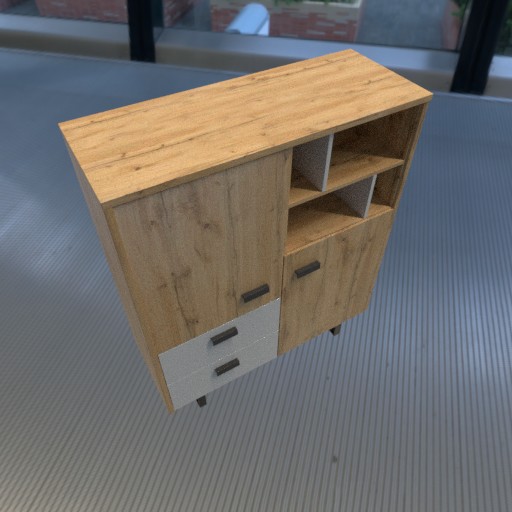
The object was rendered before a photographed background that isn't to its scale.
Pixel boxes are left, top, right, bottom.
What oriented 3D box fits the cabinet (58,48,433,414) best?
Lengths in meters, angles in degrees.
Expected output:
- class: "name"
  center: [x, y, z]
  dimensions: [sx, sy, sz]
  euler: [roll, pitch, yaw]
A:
- class: "cabinet"
  center: [0.000, 0.000, 1.962]
  dimensions: [1.168, 1.397, 0.473]
  euler: [-23, 50, -20]
